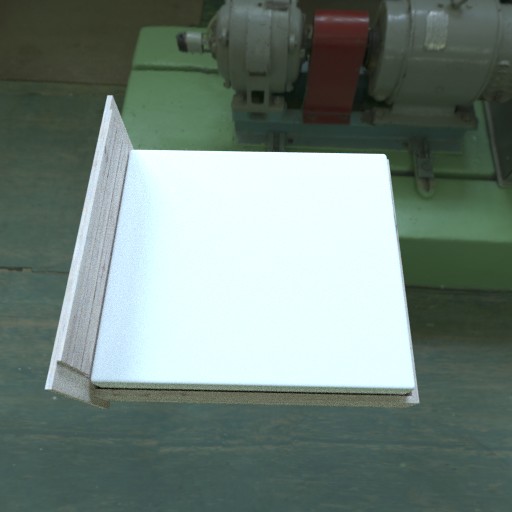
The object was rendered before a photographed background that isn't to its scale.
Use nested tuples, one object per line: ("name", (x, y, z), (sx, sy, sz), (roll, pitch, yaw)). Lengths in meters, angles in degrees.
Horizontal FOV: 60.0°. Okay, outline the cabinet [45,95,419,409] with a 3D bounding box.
("cabinet", (0.000, 0.000, 3.049), (2.080, 0.970, 1.950), (1, 65, 1))
